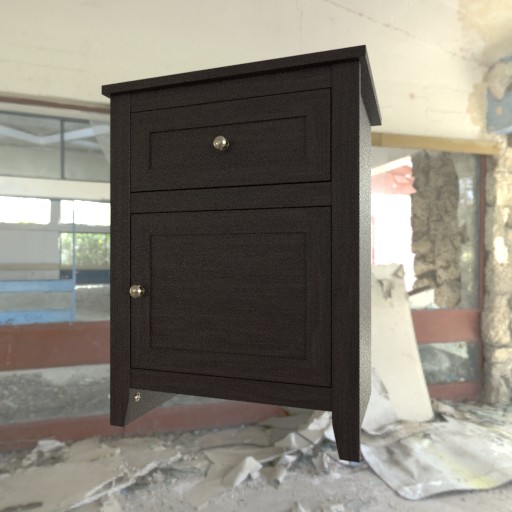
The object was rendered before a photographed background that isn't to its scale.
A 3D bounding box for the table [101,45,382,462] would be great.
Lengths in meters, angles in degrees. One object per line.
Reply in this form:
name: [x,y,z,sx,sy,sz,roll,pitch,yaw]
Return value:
table: [0.000,0.000,0.920,0.480,0.635,0.381,0,0,19]
